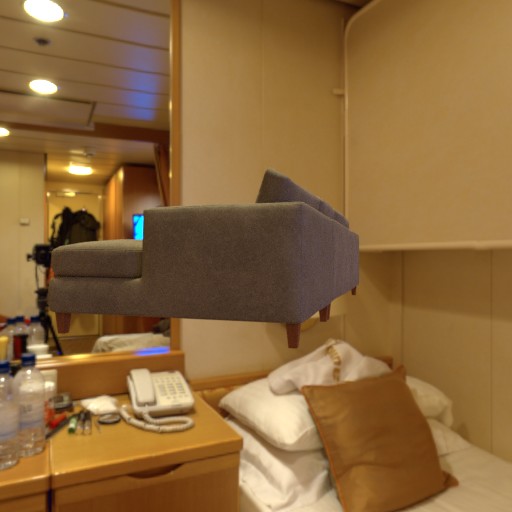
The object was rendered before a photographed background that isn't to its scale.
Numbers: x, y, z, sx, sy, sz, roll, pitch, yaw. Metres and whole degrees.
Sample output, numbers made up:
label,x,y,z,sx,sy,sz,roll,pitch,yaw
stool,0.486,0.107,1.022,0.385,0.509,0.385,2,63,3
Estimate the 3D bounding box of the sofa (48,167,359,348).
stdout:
label,x,y,z,sx,sy,sz,roll,pitch,yaw
sofa,0.000,0.000,4.070,1.604,0.950,3.471,0,0,18
